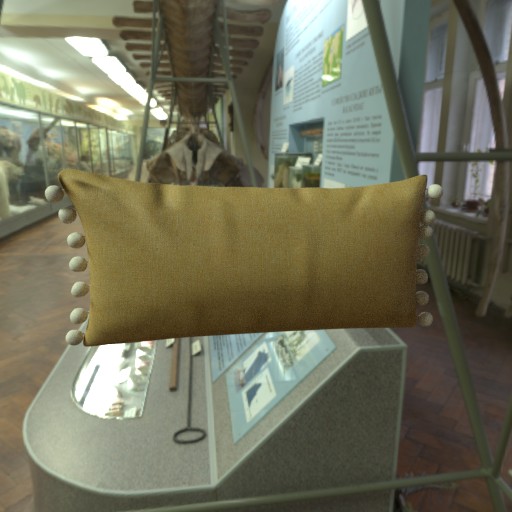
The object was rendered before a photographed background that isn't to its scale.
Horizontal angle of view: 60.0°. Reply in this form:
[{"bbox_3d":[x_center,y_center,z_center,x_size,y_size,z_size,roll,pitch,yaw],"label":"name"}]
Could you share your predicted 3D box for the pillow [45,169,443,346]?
[{"bbox_3d":[0.000,0.000,0.822,0.709,0.322,0.201,-2,14,-7],"label":"pillow"}]
